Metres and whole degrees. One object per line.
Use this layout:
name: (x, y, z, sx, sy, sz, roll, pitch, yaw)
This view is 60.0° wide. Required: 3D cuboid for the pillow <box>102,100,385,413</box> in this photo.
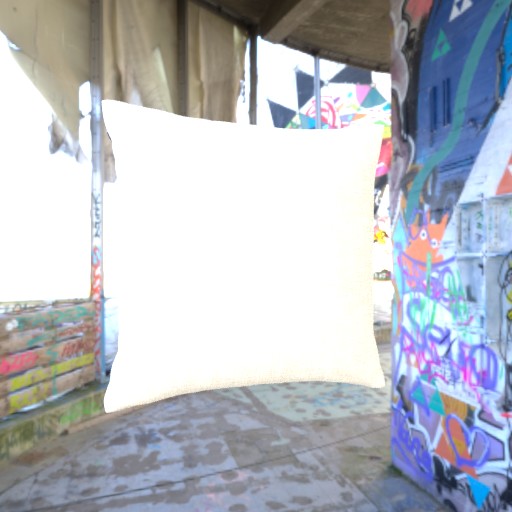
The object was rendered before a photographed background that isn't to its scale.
pillow: (0.000, 0.000, 0.785, 0.517, 0.508, 0.158, 0, 0, -16)
